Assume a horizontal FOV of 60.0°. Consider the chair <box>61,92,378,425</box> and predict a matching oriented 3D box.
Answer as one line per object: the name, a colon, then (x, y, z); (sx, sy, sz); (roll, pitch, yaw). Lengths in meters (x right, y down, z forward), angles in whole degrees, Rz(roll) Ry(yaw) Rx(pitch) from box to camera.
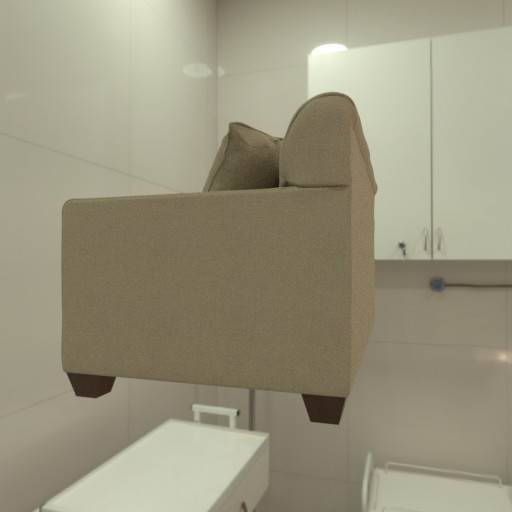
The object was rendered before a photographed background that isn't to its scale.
chair: (0.000, 0.000, 1.973); (1.000, 0.948, 1.383); (0, -1, 18)
